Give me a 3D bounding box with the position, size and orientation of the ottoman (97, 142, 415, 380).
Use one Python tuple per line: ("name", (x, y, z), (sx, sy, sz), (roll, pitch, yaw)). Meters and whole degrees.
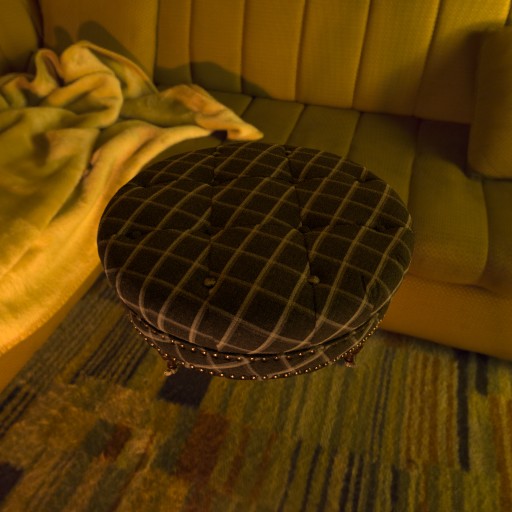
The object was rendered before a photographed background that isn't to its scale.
("ottoman", (0.000, 0.000, 1.395), (0.901, 0.439, 0.901), (0, 41, 0))
